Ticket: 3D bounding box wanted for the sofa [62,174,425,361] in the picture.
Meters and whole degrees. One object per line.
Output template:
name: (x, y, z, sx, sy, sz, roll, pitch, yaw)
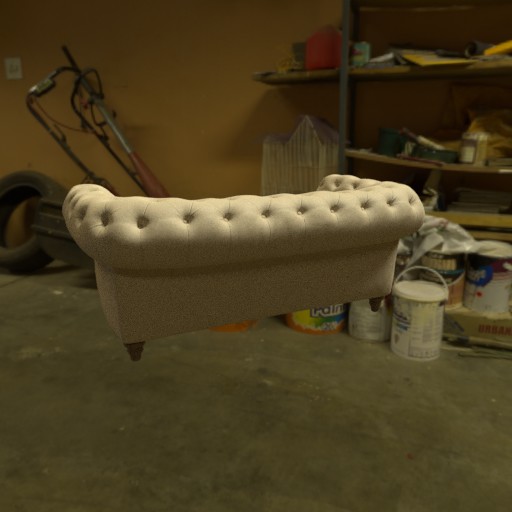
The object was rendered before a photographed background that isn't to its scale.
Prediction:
sofa: (0.000, 0.000, 2.584, 1.988, 0.835, 1.069, -7, 16, -25)
